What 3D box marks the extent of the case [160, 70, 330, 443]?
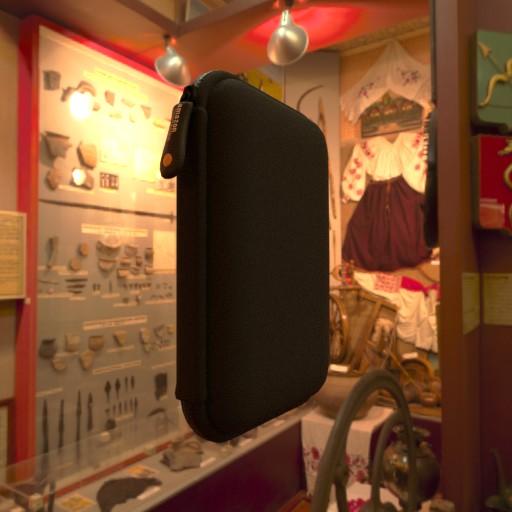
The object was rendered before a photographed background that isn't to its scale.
[{"bbox_3d":[0.000,0.000,0.196,0.030,0.147,0.107,-1,-2,36],"label":"case"}]
